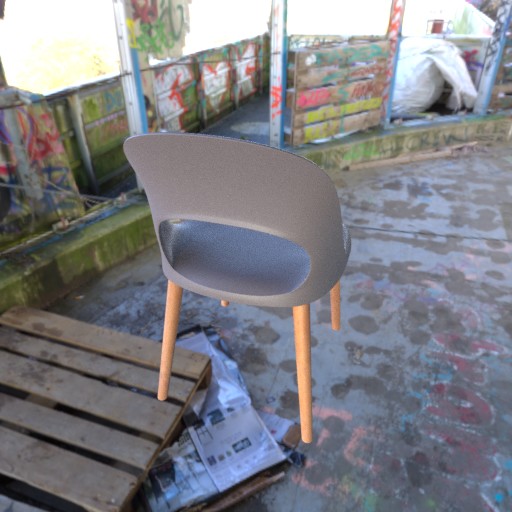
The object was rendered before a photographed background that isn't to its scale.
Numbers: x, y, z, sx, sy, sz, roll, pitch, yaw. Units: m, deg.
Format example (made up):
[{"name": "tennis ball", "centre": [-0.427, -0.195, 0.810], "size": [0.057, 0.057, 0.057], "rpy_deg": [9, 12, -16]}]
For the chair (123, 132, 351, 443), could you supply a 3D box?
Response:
[{"name": "chair", "centre": [0.000, 0.000, 1.172], "size": [0.470, 0.795, 0.556], "rpy_deg": [10, 33, 16]}]
